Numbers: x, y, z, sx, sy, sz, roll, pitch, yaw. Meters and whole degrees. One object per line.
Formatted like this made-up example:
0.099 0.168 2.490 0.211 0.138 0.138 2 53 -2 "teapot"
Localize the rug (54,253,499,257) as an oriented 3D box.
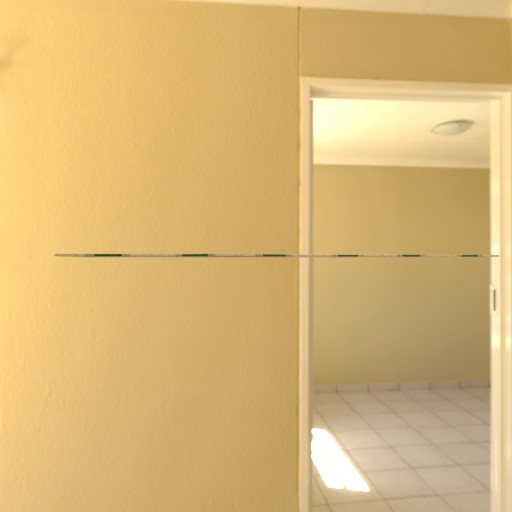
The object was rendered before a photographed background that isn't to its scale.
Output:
0.000 0.000 4.011 3.041 0.019 2.434 0 0 -17 "rug"
